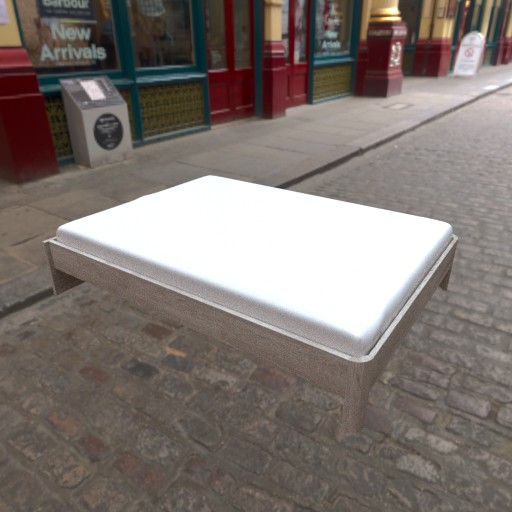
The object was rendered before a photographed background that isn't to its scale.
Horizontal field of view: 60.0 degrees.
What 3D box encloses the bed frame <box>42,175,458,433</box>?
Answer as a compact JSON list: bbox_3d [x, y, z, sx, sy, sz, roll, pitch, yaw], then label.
[{"bbox_3d":[0.000,0.000,2.644,1.950,0.462,1.490,17,30,31],"label":"bed frame"}]
